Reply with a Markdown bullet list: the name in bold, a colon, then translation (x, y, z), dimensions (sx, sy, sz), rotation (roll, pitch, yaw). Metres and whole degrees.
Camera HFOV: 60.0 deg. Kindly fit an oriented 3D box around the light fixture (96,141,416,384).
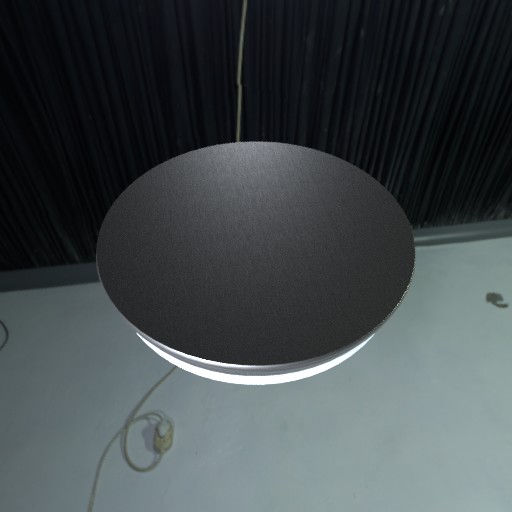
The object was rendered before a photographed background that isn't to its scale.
- **light fixture**: translation (0.000, 0.000, 0.559), dimensions (0.368, 0.100, 0.368), rotation (0, 47, 0)
